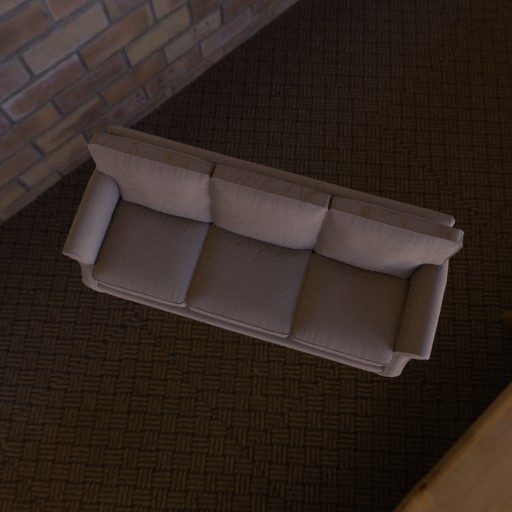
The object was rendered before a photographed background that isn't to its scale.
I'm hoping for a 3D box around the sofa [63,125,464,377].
[{"bbox_3d":[0.000,0.000,2.881,2.353,0.948,0.966,16,76,4],"label":"sofa"}]
